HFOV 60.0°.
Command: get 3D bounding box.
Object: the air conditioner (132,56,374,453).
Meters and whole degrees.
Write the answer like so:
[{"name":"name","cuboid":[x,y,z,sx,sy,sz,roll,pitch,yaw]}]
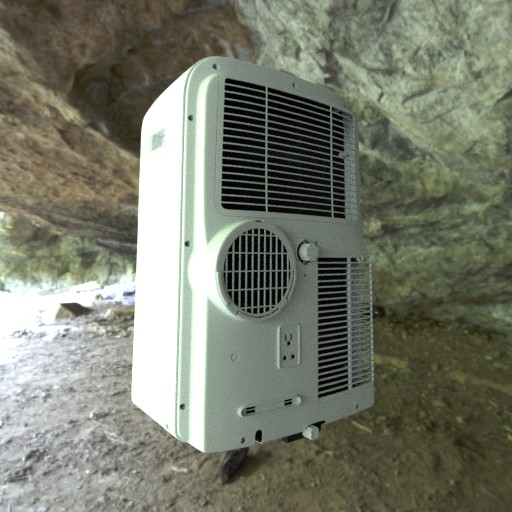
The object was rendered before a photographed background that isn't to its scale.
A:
[{"name":"air conditioner","cuboid":[0.000,0.000,0.948,0.454,0.700,0.365,0,-1,-37]}]
